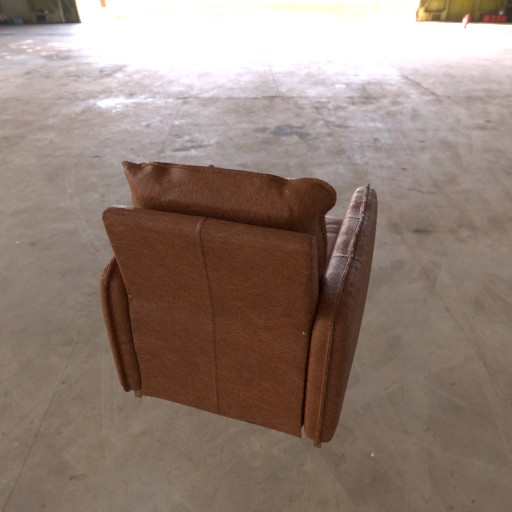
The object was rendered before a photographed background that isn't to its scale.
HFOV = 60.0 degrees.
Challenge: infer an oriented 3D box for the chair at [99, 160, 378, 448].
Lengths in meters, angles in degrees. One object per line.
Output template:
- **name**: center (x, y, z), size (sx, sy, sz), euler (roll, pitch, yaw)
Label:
- **chair**: center (0.000, 0.000, 1.646), size (0.830, 0.922, 0.922), euler (10, 33, 15)
